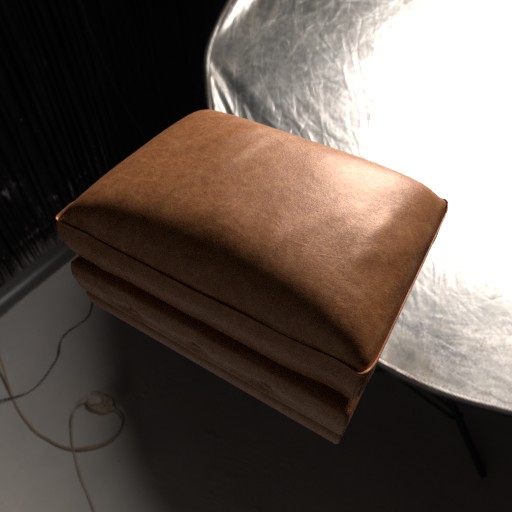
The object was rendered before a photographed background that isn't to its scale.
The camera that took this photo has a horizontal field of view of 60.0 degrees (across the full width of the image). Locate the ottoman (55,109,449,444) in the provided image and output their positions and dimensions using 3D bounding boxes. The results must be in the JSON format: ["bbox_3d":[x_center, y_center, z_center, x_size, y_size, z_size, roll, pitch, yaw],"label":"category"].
[{"bbox_3d":[0.000,0.000,1.065,0.710,0.480,0.533,24,52,20],"label":"ottoman"}]
